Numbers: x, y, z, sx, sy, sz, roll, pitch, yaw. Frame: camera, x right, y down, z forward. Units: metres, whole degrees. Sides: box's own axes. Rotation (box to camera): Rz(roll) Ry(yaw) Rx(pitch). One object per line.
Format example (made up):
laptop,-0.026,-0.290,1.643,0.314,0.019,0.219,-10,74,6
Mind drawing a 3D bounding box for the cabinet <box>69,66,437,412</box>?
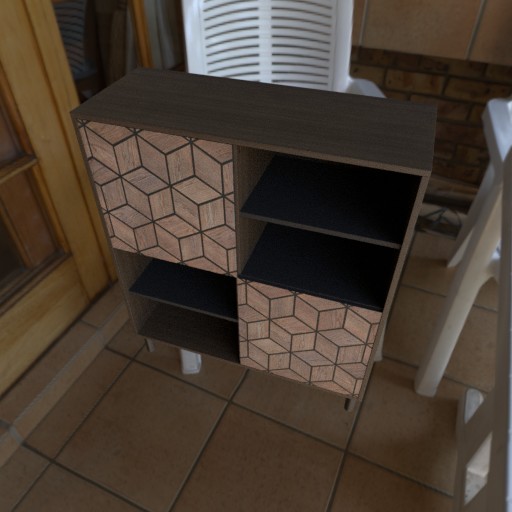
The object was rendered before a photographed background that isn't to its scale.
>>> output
cabinet,0.000,0.000,1.697,1.010,1.170,0.400,13,43,14
